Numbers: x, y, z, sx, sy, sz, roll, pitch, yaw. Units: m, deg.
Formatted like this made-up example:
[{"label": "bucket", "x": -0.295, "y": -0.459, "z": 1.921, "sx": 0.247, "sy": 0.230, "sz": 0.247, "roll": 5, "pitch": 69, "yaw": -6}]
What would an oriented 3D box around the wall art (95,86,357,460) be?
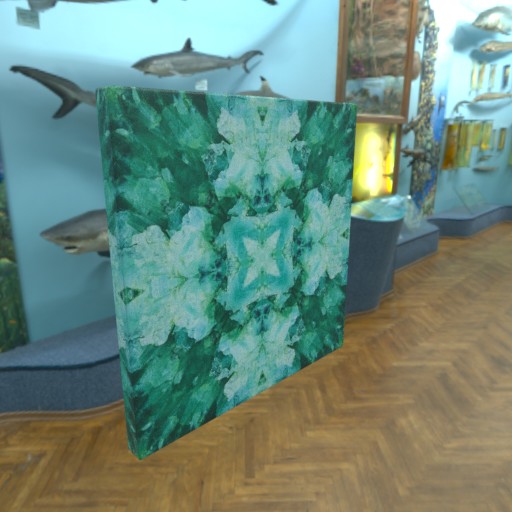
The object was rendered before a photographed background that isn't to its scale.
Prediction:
[{"label": "wall art", "x": 0.000, "y": 0.000, "z": 0.752, "sx": 0.507, "sy": 0.508, "sz": 0.038, "roll": -15, "pitch": 22, "yaw": -42}]
